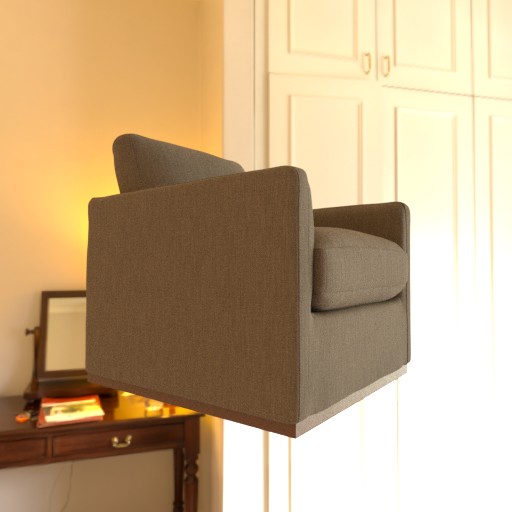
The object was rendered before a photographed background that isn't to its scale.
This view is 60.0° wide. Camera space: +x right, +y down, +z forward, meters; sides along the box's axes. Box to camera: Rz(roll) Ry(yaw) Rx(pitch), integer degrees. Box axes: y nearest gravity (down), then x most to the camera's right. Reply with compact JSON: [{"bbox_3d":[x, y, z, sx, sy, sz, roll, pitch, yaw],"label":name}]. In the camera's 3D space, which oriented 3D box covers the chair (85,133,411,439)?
[{"bbox_3d":[0.000,0.000,1.479,0.834,0.811,0.763,-1,-1,37],"label":"chair"}]
